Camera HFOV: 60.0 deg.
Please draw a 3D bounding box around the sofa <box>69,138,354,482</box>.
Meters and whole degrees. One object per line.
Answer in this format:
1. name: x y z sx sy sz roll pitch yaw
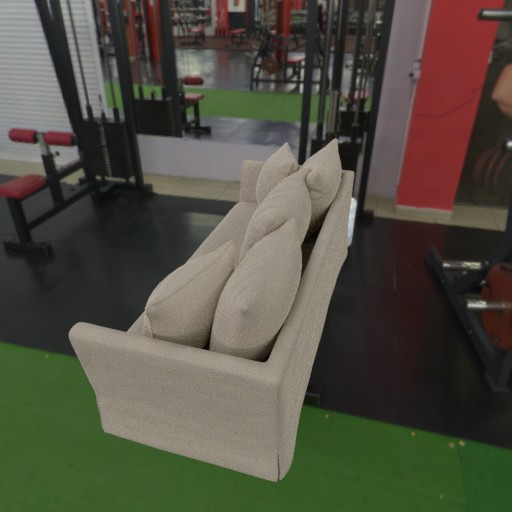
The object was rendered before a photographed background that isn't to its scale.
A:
1. sofa: 0.000 0.000 2.983 1.046 1.047 2.499 9 32 15
